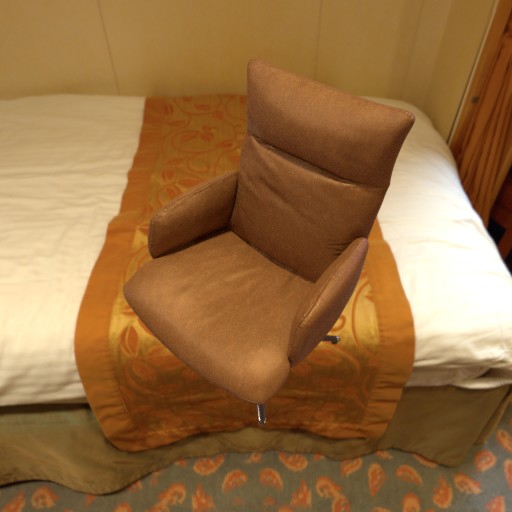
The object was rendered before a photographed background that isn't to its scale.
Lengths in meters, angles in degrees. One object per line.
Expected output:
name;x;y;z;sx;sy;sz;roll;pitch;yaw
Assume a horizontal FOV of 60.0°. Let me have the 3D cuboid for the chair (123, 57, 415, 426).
chair;0.000;0.000;1.552;0.711;1.027;0.794;32;53;28
